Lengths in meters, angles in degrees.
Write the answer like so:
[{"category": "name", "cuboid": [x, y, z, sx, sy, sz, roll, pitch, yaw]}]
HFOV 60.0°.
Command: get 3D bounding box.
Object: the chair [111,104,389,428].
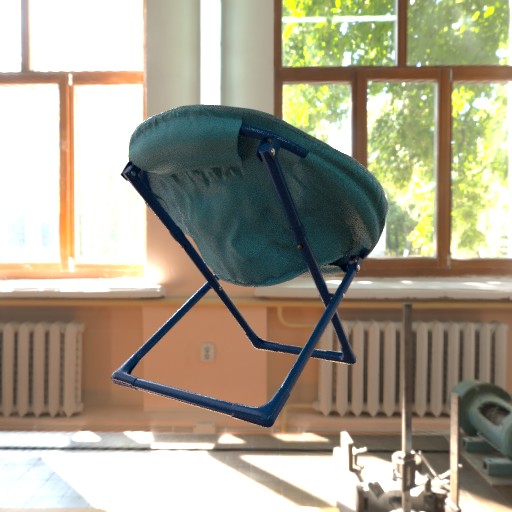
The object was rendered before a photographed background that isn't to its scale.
[{"category": "chair", "cuboid": [0.000, 0.000, 0.894, 0.520, 0.478, 0.465, 1, 1, 36]}]
